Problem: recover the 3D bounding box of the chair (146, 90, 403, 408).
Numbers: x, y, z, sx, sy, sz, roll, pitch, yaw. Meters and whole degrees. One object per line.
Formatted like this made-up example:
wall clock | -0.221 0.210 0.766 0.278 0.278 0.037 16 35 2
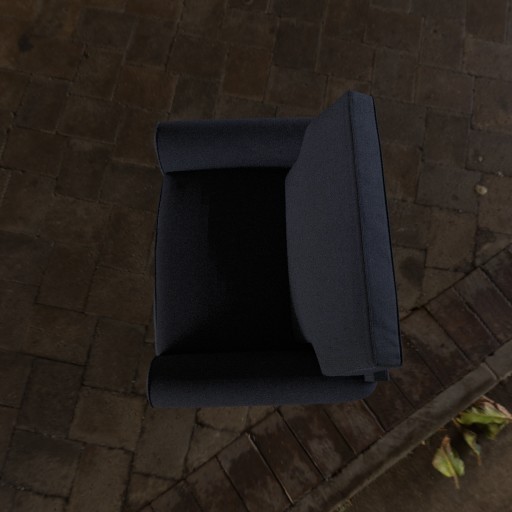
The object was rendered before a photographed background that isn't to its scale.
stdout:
chair | 0.000 0.000 2.018 0.963 1.044 1.285 -2 75 0
